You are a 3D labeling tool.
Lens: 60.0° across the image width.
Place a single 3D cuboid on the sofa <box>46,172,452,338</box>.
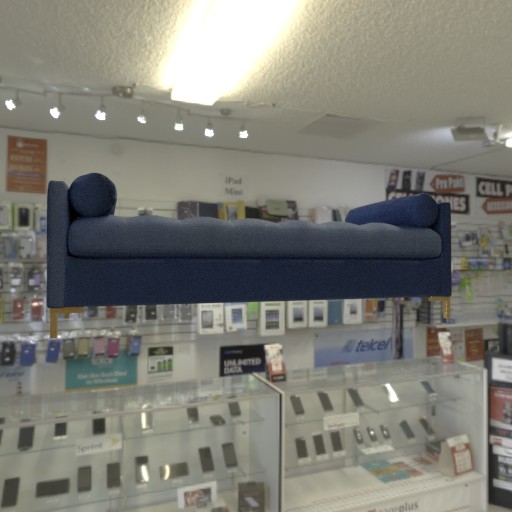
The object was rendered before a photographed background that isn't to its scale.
[{"bbox_3d":[0.000,0.000,2.514,2.102,0.705,0.796,0,-1,-19],"label":"sofa"}]
